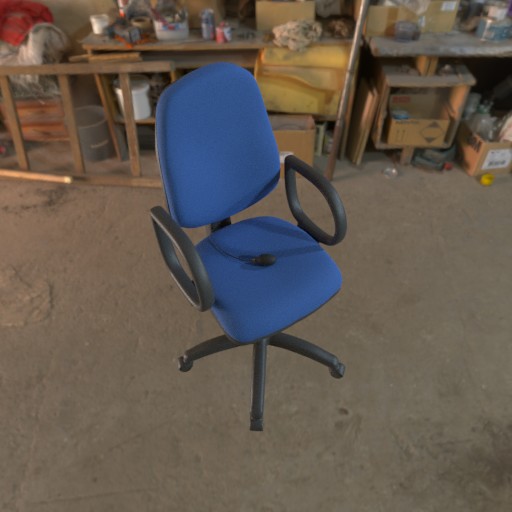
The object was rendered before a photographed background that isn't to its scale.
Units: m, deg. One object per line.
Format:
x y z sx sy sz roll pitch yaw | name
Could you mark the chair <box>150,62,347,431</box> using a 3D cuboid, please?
0.000 0.000 1.251 0.552 0.905 0.549 -26 51 -23 | chair
